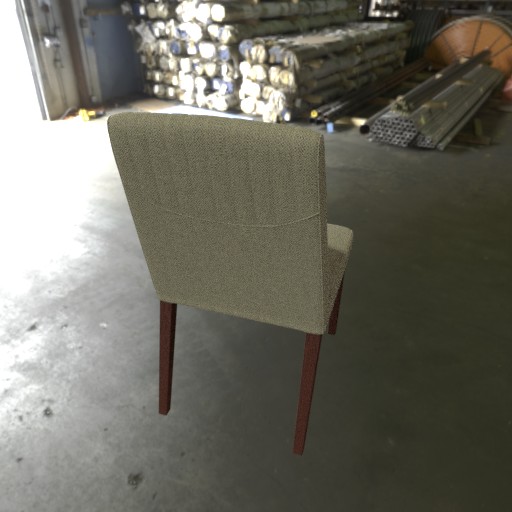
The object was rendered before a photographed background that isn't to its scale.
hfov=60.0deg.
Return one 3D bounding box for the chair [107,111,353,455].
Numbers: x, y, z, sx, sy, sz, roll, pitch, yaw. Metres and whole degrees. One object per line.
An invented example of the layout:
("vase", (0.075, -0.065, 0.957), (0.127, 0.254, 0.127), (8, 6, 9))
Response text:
("chair", (0.000, 0.000, 1.249), (0.480, 0.900, 0.594), (10, 33, 16))
